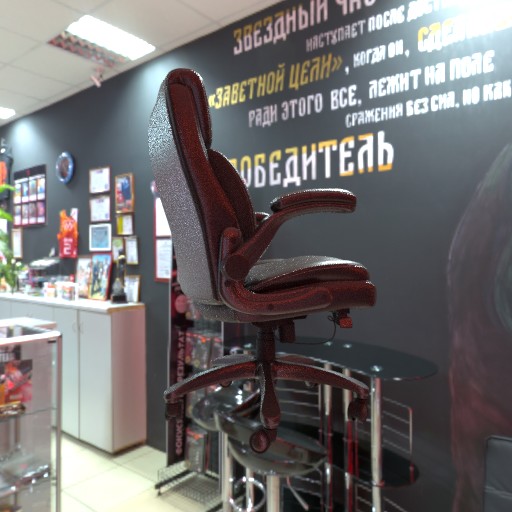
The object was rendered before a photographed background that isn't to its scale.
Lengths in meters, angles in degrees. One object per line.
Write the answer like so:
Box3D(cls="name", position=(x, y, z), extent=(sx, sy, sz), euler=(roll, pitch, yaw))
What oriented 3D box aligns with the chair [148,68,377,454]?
Box3D(cls="chair", position=(0.000, 0.000, 1.601), extent=(0.724, 1.110, 0.782), euler=(0, 0, -19))
